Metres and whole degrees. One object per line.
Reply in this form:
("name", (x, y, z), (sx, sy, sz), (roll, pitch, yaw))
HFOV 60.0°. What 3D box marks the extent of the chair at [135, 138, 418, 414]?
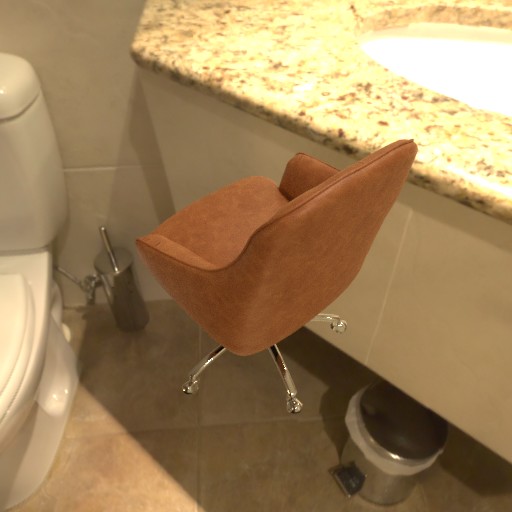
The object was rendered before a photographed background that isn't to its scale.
("chair", (0.000, 0.000, 1.293), (0.628, 0.909, 0.615), (-32, 54, -27))
